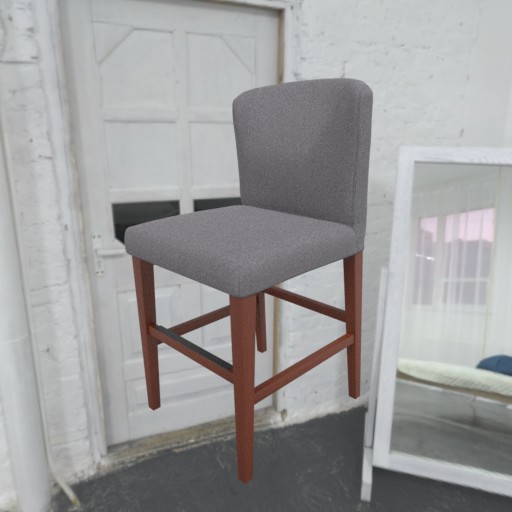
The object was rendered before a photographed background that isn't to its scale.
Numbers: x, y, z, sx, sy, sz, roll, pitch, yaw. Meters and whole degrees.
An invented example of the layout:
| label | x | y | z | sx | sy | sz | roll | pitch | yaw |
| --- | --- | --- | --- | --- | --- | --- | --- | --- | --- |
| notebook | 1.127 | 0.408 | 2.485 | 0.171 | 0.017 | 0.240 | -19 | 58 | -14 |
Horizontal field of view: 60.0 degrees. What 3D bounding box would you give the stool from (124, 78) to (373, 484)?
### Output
| label | x | y | z | sx | sy | sz | roll | pitch | yaw |
| --- | --- | --- | --- | --- | --- | --- | --- | --- | --- |
| stool | 0.000 | 0.000 | 1.264 | 0.481 | 0.968 | 0.568 | 16 | 24 | 42 |
